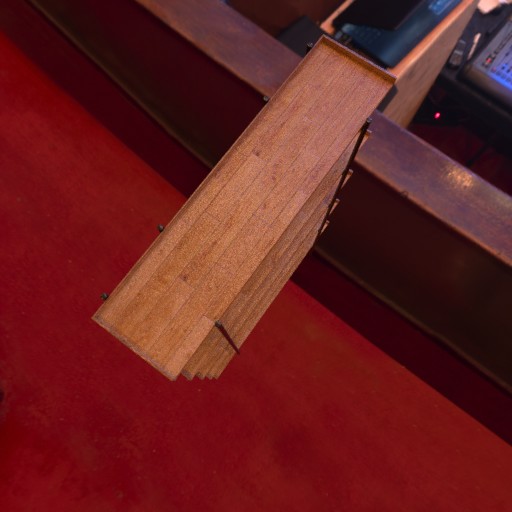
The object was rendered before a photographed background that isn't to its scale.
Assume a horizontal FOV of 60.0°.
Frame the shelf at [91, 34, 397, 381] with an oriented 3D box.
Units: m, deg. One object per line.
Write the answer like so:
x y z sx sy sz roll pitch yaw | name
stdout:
0.000 0.000 2.433 0.379 1.826 1.371 35 77 9 | shelf
